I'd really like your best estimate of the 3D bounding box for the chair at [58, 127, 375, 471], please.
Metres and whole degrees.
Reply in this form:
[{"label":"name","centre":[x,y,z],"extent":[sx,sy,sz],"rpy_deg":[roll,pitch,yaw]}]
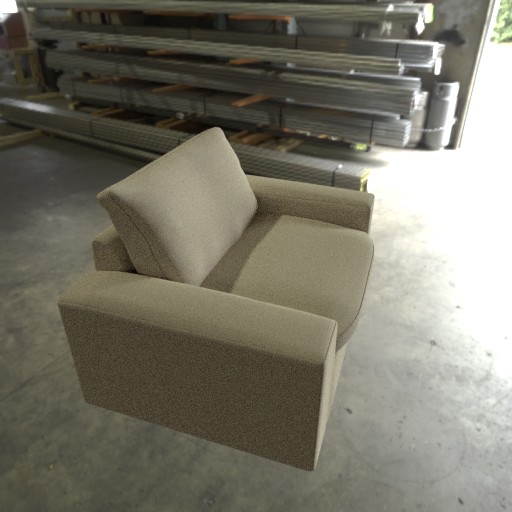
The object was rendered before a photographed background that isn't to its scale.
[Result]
[{"label":"chair","centre":[0.000,0.000,2.059],"extent":[1.039,0.915,1.398],"rpy_deg":[10,32,16]}]
